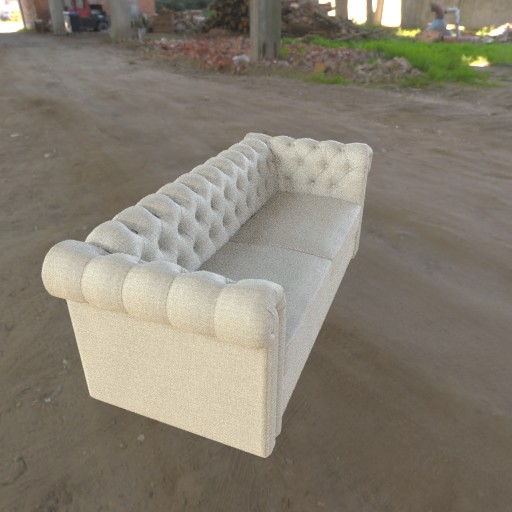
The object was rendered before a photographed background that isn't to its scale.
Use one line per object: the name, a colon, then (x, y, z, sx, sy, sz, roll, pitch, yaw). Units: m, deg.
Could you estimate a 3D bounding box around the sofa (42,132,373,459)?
sofa: (0.000, 0.000, 2.168, 0.783, 0.797, 1.798, 11, 31, 19)
